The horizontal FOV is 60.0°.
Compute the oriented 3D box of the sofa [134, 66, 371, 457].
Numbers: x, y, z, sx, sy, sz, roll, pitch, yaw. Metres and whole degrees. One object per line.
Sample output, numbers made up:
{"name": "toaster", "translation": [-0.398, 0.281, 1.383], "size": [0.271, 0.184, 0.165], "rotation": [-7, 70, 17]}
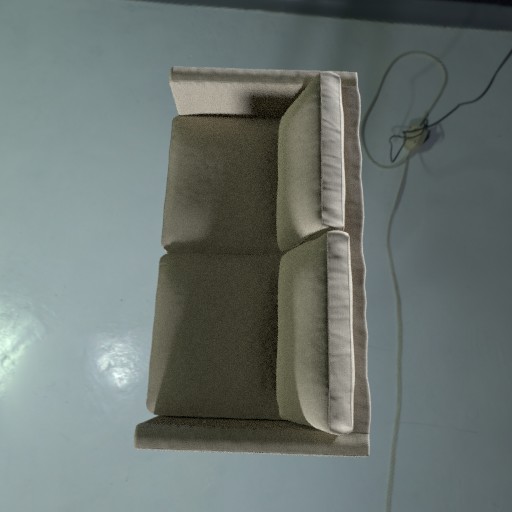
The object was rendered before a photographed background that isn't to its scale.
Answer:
{"name": "sofa", "translation": [0.000, 0.000, 2.202], "size": [0.956, 0.828, 1.766], "rotation": [2, 75, 0]}
